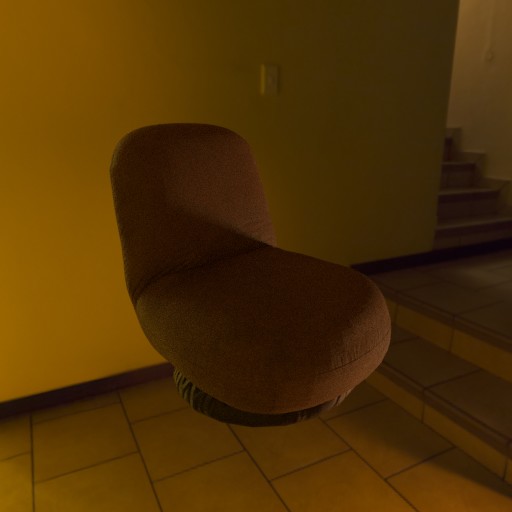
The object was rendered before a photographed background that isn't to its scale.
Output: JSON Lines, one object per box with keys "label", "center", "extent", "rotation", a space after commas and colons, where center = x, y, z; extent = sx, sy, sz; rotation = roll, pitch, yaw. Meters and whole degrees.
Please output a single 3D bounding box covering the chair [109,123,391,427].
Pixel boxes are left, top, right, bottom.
{"label": "chair", "center": [0.000, 0.000, 1.019], "extent": [0.597, 0.594, 0.521], "rotation": [14, 21, 41]}
